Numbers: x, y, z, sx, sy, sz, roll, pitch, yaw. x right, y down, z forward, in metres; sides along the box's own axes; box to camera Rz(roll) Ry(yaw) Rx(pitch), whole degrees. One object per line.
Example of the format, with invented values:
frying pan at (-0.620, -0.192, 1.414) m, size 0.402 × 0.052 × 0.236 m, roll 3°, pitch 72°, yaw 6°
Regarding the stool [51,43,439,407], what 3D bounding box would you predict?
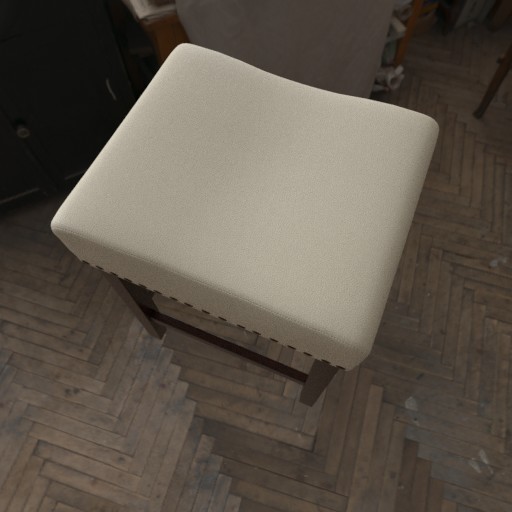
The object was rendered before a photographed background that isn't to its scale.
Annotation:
stool at (0.000, 0.000, 0.912) m, size 0.471 × 0.609 × 0.401 m, roll 21°, pitch 66°, yaw 10°
